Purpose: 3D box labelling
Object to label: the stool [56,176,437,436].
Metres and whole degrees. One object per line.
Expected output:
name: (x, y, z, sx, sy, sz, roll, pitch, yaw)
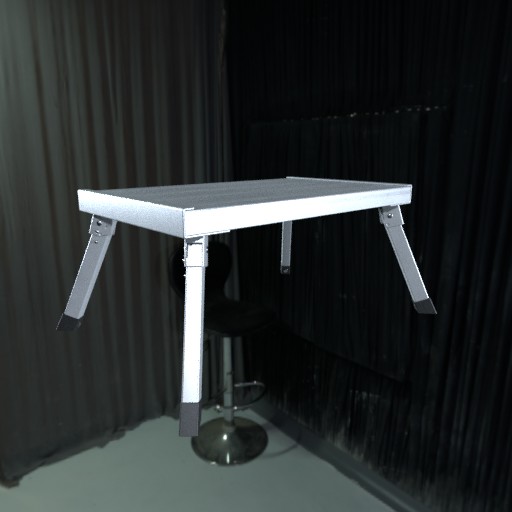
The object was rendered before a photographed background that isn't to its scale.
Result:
stool: (0.000, 0.000, 0.726, 0.535, 0.225, 0.385, -12, 18, -41)
